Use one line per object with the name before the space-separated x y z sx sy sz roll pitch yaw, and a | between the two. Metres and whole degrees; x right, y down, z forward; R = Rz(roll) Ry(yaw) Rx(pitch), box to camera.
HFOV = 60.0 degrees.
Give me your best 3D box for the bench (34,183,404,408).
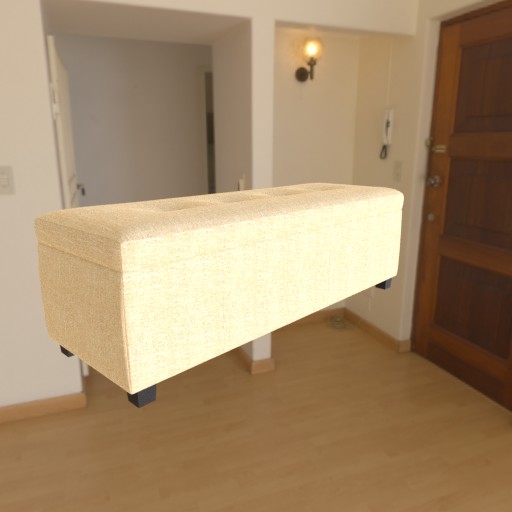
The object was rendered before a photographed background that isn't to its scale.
bench | 0.000 0.000 1.457 0.432 0.406 1.219 13 19 42
